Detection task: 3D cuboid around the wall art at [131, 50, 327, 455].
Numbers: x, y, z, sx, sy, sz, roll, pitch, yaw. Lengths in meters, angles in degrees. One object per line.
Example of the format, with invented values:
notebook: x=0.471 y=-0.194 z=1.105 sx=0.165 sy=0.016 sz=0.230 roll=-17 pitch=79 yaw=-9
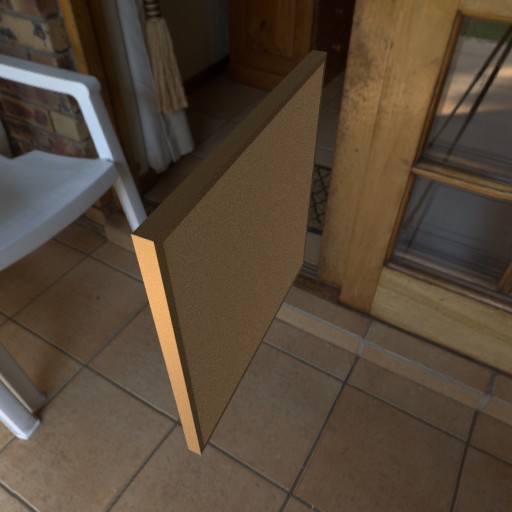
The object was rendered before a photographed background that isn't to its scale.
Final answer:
wall art: x=0.000 y=0.000 z=1.136 sx=0.038 sy=0.762 sz=0.762 roll=18 pitch=48 yaw=17
